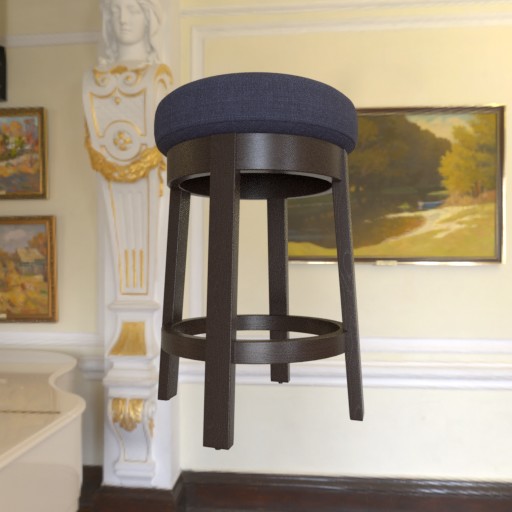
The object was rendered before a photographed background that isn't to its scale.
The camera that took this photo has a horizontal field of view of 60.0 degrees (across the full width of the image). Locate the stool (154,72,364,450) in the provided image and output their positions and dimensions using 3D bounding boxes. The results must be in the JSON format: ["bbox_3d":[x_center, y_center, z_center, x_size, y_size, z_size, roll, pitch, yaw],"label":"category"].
[{"bbox_3d":[0.000,0.000,0.953,0.449,0.655,0.449,0,-1,0],"label":"stool"}]
